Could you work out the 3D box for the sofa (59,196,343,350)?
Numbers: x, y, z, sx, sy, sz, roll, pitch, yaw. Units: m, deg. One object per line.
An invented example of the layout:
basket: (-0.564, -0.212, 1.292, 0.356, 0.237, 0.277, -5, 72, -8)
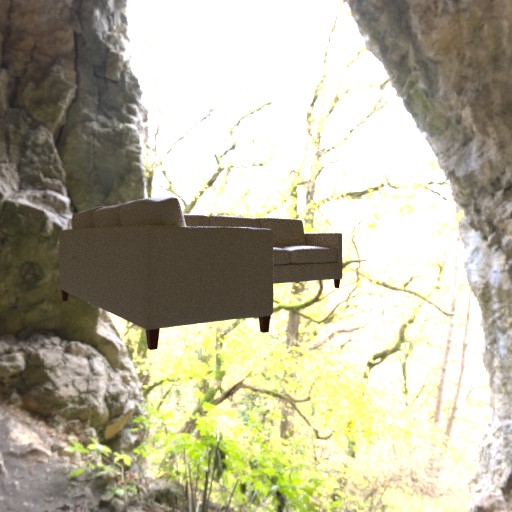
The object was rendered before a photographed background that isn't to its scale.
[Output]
sofa: (0.000, 0.000, 4.535, 3.302, 0.947, 2.593, -2, 3, -35)
